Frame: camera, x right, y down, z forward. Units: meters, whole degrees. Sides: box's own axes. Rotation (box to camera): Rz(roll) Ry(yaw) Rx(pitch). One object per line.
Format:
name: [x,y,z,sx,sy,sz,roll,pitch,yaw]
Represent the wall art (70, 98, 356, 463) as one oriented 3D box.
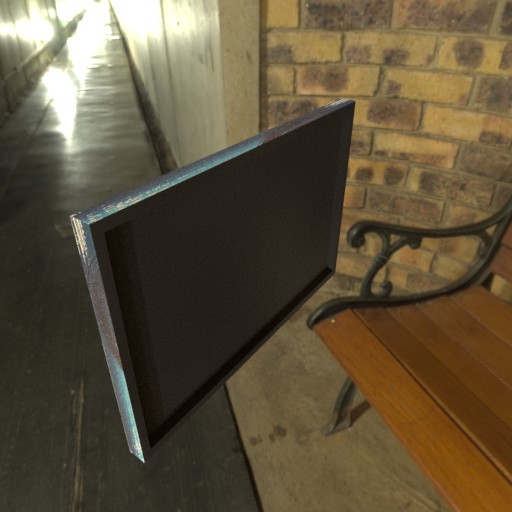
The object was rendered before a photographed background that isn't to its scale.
wall art: [0.000,0.000,0.765,0.033,0.406,0.609,22,39,30]
